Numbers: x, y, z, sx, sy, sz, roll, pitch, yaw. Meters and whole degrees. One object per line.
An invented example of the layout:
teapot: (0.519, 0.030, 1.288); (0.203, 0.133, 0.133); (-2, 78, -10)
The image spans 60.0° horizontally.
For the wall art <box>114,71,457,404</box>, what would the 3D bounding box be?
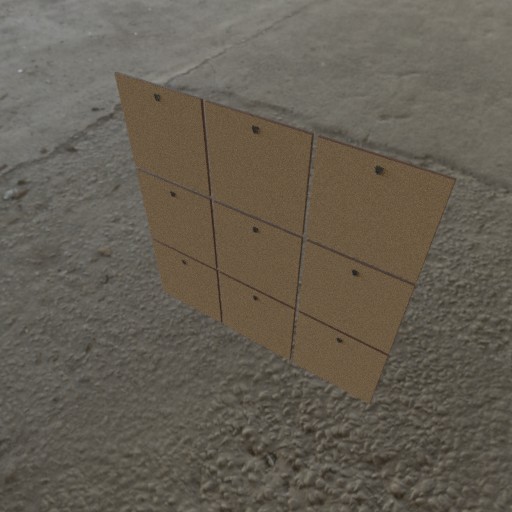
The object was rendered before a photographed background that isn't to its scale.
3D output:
wall art: (0.000, 0.000, 1.800); (1.221, 1.218, 0.019); (25, 50, 23)
